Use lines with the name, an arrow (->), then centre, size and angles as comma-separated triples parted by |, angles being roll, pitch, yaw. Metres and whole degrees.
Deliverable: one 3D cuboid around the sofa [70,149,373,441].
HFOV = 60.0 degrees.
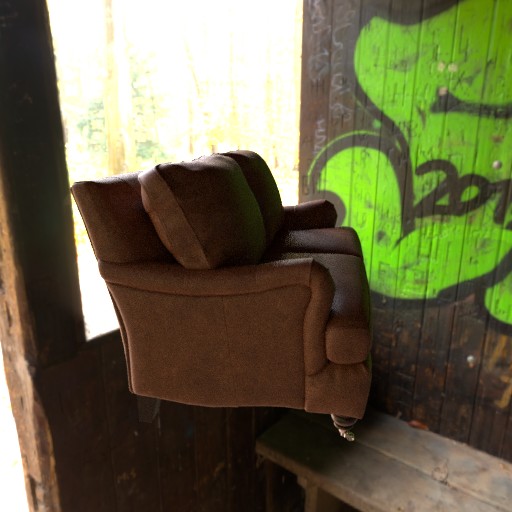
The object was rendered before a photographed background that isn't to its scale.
sofa -> 0.000, 0.000, 2.214 | 1.077, 1.004, 1.527 | 3, 16, 10
